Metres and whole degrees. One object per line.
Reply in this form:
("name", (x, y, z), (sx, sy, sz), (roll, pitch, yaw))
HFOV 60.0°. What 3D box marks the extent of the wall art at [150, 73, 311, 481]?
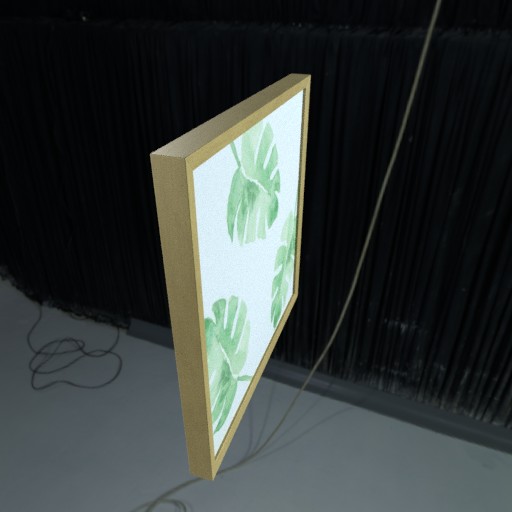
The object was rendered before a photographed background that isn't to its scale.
("wall art", (0.000, 0.000, 0.756), (0.038, 0.508, 0.508), (10, 32, 17))
